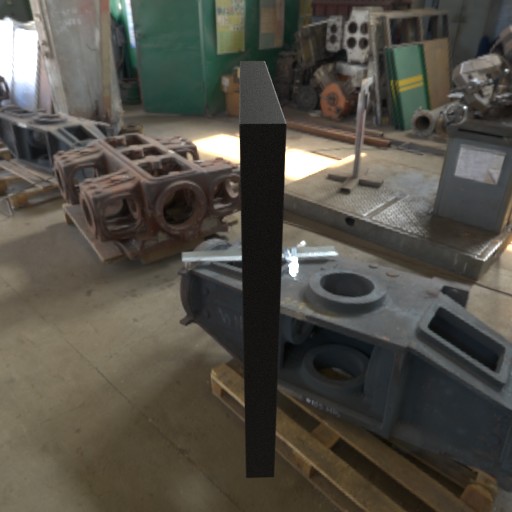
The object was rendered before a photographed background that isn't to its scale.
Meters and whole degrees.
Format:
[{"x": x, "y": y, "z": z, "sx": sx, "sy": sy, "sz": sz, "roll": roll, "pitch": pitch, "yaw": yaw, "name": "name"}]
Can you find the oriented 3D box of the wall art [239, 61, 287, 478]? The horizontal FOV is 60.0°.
[{"x": 0.000, "y": 0.000, "z": 0.500, "sx": 0.030, "sy": 0.369, "sz": 0.294, "roll": -1, "pitch": 31, "yaw": -1, "name": "wall art"}]
